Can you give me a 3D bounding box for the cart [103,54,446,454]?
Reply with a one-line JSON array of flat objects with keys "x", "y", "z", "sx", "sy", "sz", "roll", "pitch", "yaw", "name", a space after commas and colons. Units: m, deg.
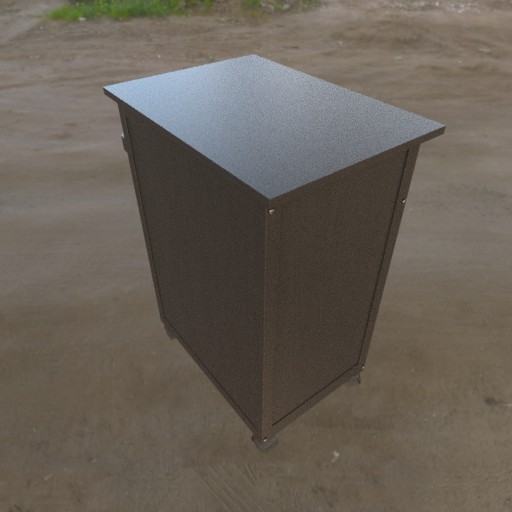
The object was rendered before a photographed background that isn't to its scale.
[{"x": 0.000, "y": 0.000, "z": 1.261, "sx": 0.456, "sy": 0.879, "sz": 0.660, "roll": -26, "pitch": 46, "yaw": -28, "name": "cart"}]
